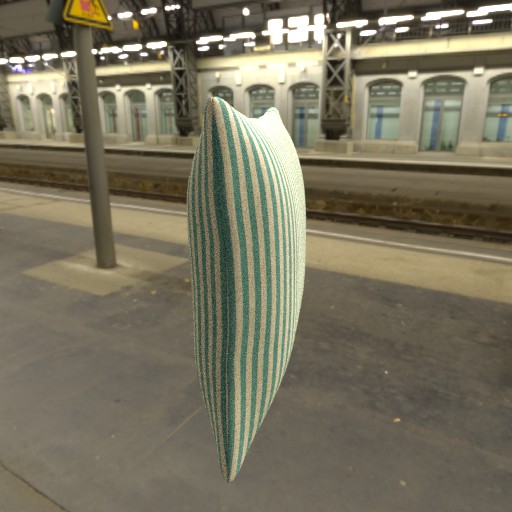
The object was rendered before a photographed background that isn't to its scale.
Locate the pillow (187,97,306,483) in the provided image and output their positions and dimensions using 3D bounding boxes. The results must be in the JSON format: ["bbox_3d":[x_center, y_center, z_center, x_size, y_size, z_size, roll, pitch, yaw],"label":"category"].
[{"bbox_3d":[0.000,0.000,0.783,0.166,0.510,0.523,3,17,9],"label":"pillow"}]
